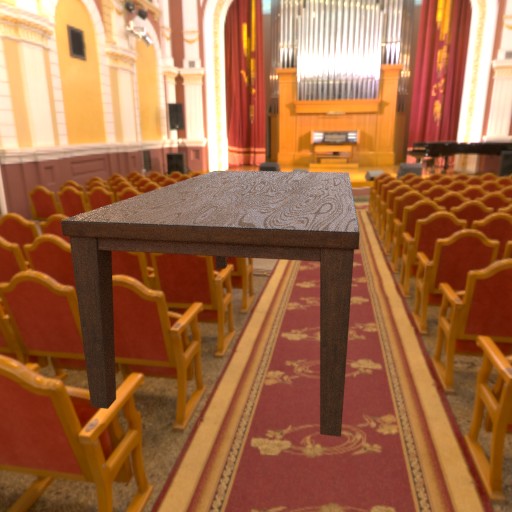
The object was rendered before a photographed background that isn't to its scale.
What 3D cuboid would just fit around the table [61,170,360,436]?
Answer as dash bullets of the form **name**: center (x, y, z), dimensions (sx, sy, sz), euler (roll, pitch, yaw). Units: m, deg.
- **table**: center (0.000, 0.000, 2.491), dimensions (1.016, 0.762, 1.981), euler (3, 16, 10)
